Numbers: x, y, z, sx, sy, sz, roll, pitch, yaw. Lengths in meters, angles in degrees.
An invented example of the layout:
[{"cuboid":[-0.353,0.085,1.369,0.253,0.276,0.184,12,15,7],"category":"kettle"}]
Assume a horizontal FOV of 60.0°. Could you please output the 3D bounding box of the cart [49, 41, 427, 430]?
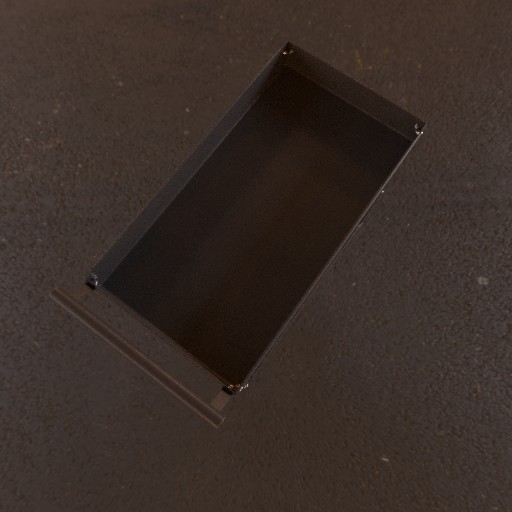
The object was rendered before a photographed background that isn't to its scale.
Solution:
[{"cuboid":[0.000,0.000,1.183,0.366,0.780,0.719,35,77,9],"category":"cart"}]
